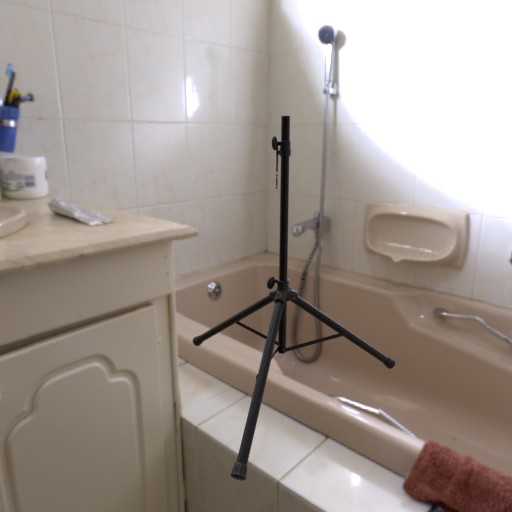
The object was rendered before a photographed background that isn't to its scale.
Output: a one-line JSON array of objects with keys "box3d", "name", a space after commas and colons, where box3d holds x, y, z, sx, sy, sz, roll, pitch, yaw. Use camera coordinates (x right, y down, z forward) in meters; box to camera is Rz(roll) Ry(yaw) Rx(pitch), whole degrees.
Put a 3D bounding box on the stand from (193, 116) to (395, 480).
[{"box3d": [0.000, 0.000, 1.900, 1.045, 1.136, 0.907, -14, 21, -43], "name": "stand"}]
